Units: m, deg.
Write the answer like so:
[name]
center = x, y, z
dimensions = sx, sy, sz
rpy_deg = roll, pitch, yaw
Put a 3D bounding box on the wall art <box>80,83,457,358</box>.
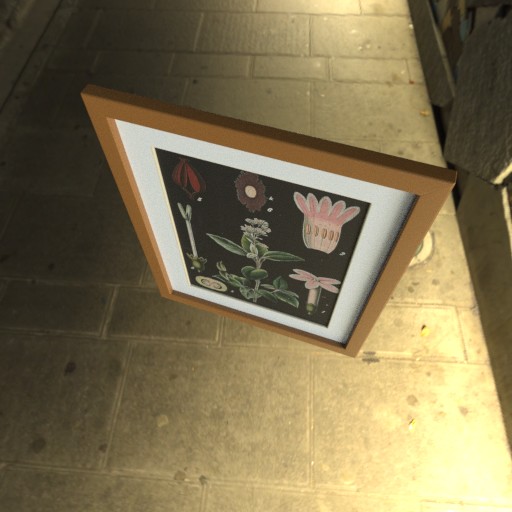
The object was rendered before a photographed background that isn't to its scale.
[wall art]
center = 0.000, 0.000, 0.741
dimensions = 0.449, 0.550, 0.021
rpy_deg = 16, 59, 10
